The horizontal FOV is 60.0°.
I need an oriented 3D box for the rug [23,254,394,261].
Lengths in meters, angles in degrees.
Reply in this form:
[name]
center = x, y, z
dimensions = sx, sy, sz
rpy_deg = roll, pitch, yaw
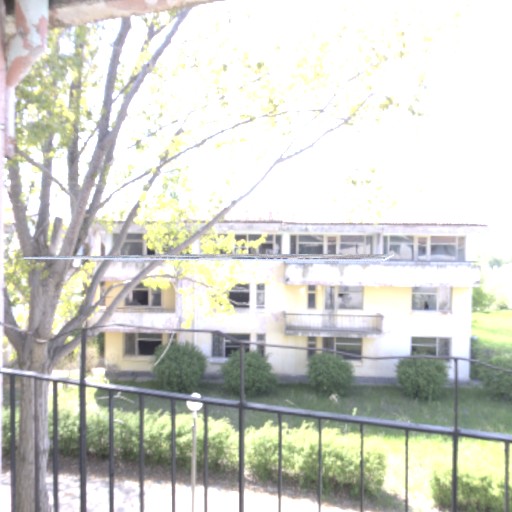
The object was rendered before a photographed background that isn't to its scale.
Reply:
[rug]
center = 0.000, 0.000, 4.136
dimensions = 2.423, 0.014, 3.040
rpy_deg = 0, 1, 18
